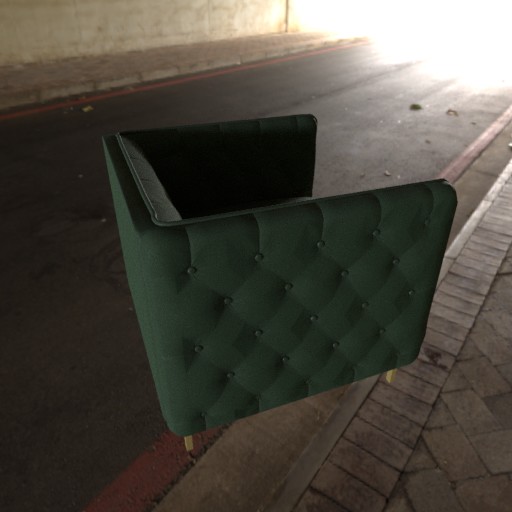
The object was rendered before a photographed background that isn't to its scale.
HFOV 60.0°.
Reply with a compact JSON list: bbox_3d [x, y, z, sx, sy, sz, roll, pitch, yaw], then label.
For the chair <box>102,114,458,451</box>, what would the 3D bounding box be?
[{"bbox_3d":[0.000,0.000,1.563,0.855,0.768,0.917,-12,33,-18],"label":"chair"}]
